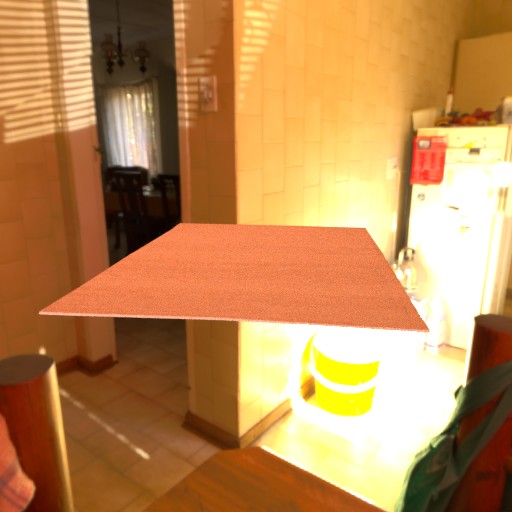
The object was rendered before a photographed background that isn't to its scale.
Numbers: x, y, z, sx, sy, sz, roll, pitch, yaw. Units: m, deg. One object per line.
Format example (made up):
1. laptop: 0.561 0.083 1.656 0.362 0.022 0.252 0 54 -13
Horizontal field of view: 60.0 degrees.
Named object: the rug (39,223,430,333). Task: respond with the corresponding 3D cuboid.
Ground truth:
1. rug: 0.000 0.000 4.239 2.434 0.045 3.202 2 15 7
